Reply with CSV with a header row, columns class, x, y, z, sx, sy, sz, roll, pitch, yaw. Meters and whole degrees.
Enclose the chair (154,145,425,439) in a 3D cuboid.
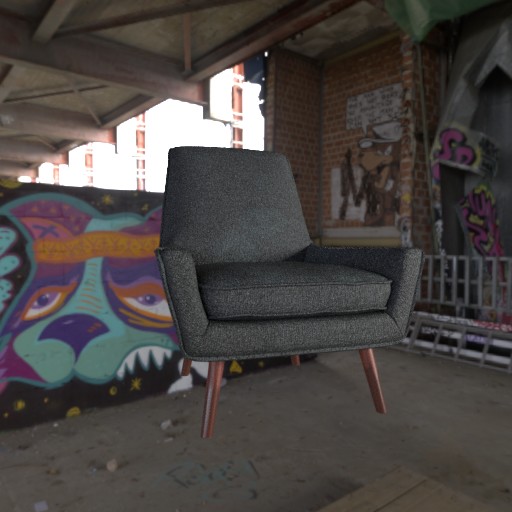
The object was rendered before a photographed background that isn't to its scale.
class,x,y,z,sx,sy,sz,roll,pitch,yaw
chair,0.000,0.000,1.538,0.763,0.883,0.859,-1,2,-18
